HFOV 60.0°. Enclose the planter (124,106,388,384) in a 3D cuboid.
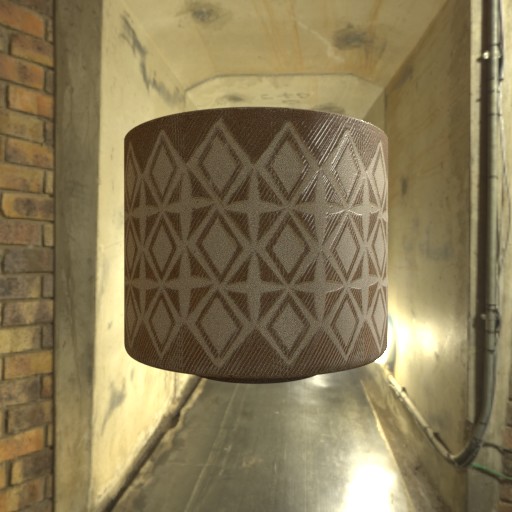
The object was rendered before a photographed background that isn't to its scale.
[{"bbox_3d":[0.000,0.000,0.338,0.193,0.165,0.193,0,0,0],"label":"planter"}]
